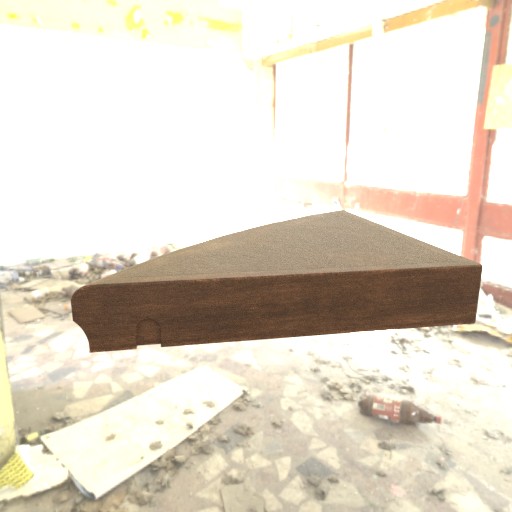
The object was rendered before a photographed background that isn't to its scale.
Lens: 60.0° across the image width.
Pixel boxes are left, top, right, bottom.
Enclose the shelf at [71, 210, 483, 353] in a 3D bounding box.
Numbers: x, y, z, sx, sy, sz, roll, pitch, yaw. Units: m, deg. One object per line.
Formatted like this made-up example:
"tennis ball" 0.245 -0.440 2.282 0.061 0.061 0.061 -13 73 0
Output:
"shelf" 0.000 0.000 0.476 0.310 0.050 0.310 -3 15 -10
